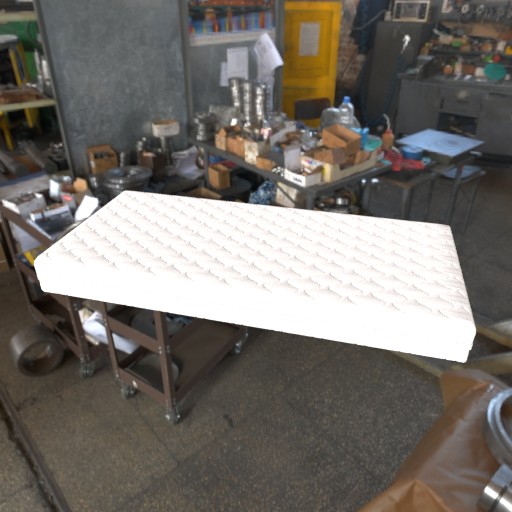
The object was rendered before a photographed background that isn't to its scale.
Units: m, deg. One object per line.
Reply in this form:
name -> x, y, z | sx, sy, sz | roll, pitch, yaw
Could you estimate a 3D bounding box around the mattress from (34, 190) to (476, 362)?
mattress -> 0.000, 0.000, 2.331 | 2.000, 0.200, 0.900 | 8, 32, 12
